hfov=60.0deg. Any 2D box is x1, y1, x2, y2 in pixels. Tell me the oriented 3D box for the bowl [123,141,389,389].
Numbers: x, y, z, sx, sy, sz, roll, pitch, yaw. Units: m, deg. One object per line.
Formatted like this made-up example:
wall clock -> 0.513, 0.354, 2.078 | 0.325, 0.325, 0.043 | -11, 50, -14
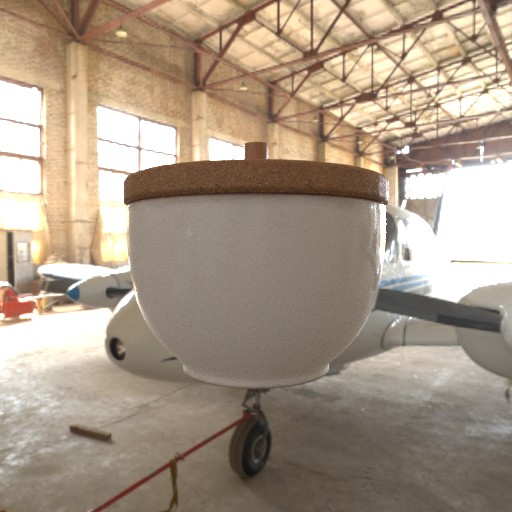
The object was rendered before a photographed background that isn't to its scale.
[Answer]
bowl -> 0.000, 0.000, 0.220 | 0.126, 0.110, 0.126 | 0, 1, 0
